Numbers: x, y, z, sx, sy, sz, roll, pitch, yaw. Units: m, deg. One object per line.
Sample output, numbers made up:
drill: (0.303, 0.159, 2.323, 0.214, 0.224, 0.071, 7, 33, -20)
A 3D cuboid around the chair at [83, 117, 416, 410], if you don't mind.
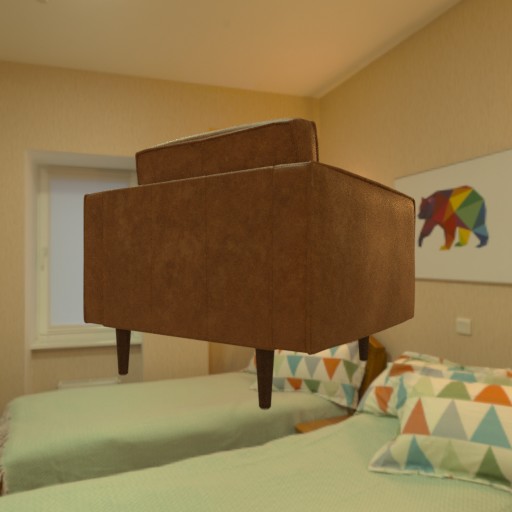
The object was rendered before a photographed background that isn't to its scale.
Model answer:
chair: (0.000, 0.000, 1.552, 0.928, 0.767, 0.798, 0, -1, 36)
